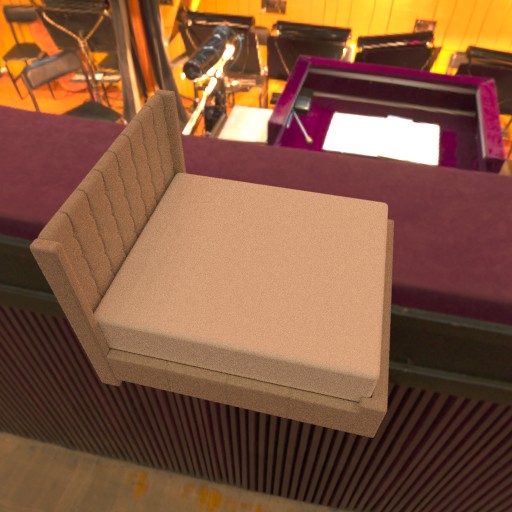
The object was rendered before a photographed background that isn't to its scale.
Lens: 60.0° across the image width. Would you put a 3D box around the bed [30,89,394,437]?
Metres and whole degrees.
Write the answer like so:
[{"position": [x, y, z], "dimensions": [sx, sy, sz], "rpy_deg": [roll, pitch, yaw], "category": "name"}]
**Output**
[{"position": [0.000, 0.000, 3.779], "dimensions": [2.370, 1.743, 2.045], "rpy_deg": [10, 48, 9], "category": "bed"}]
